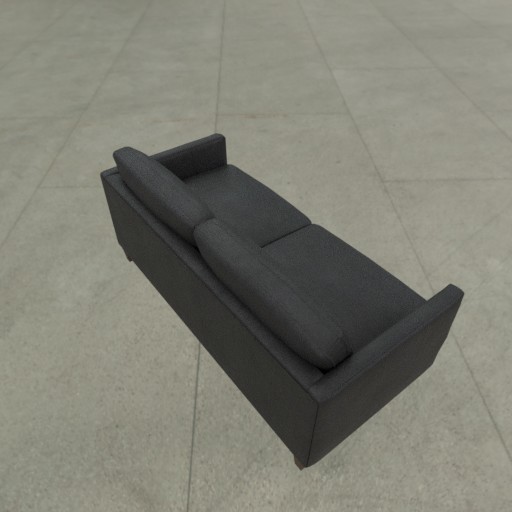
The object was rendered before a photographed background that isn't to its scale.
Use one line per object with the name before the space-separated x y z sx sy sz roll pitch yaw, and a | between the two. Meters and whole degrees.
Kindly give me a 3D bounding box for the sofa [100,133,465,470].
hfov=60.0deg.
sofa | 0.000 0.000 2.493 0.933 0.863 1.971 -27 48 -27
